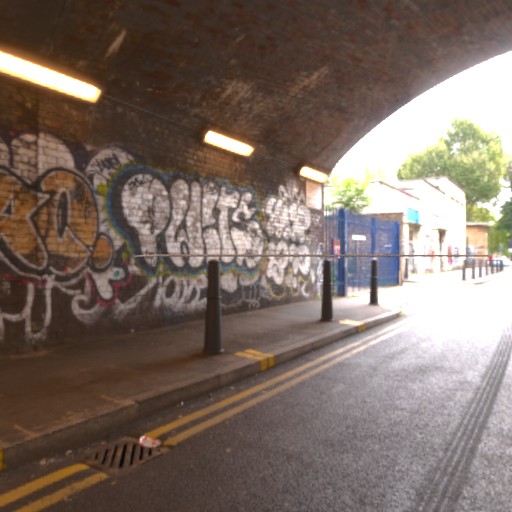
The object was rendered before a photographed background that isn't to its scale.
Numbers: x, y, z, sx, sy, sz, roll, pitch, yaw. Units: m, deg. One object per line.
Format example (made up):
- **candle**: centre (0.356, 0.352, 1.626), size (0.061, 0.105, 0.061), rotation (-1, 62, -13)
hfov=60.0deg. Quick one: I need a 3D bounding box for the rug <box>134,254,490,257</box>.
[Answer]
- **rug**: centre (0.000, 0.000, 2.984), size (1.512, 0.009, 2.457), rotation (0, 0, -17)
